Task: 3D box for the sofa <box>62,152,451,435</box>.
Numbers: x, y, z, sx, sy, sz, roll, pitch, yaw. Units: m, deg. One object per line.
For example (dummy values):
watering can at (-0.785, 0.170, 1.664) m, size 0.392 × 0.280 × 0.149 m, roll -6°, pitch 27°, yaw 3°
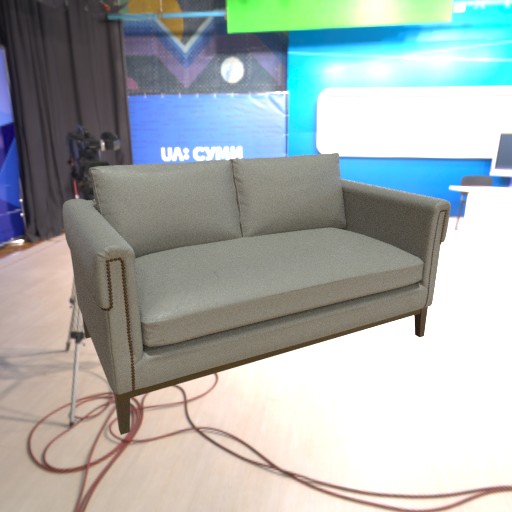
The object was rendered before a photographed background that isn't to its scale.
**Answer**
sofa at (0.000, 0.000, 2.120) m, size 1.598 × 0.873 × 0.899 m, roll -10°, pitch 20°, yaw -27°
